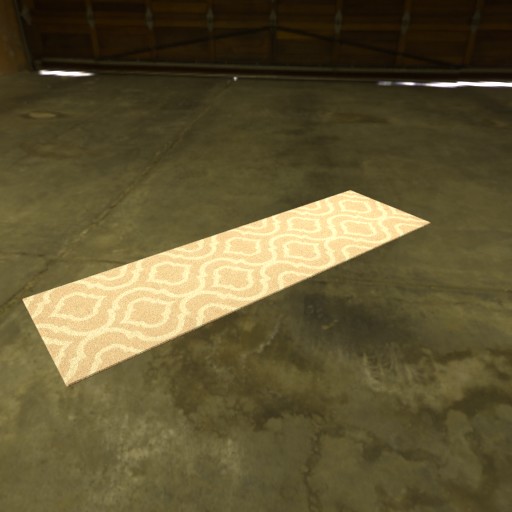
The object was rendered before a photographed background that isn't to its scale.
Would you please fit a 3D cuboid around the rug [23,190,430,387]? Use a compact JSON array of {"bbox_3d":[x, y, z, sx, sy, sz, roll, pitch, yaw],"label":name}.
[{"bbox_3d":[0.000,0.000,2.485,2.289,0.013,0.691,-21,36,-31],"label":"rug"}]
